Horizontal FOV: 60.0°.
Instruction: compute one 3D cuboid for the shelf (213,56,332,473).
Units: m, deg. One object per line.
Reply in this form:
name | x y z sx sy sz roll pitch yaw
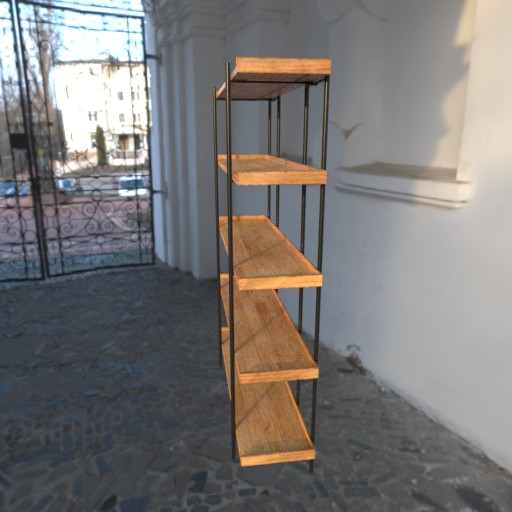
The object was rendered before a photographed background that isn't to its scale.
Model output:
shelf | 0.000 0.000 2.432 0.379 1.826 1.371 -2 16 -8
